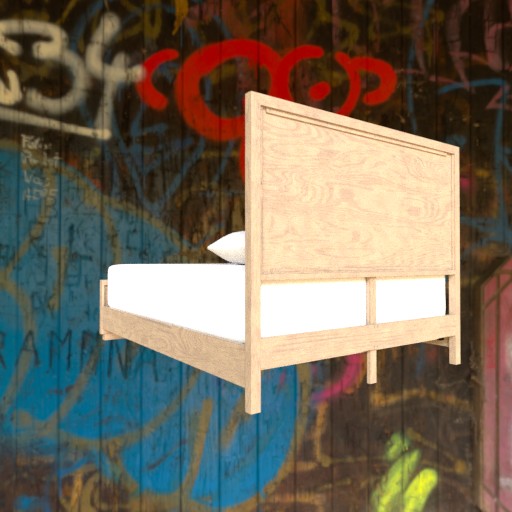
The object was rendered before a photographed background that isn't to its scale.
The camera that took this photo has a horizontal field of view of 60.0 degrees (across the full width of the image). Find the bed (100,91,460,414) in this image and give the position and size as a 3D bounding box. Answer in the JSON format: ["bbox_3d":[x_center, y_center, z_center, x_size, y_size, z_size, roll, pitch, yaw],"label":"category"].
[{"bbox_3d":[0.000,0.000,3.230,1.606,1.369,2.189,1,-1,-35],"label":"bed"}]
